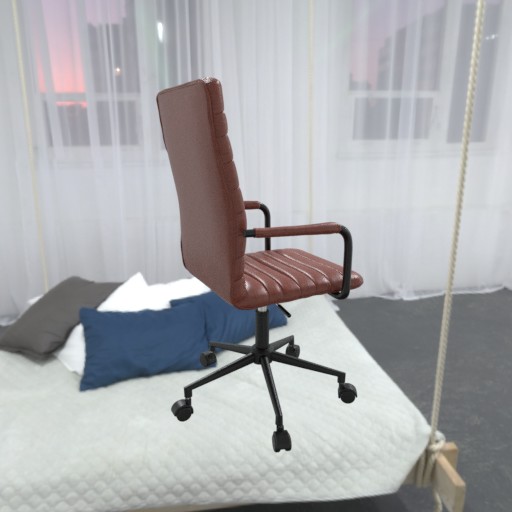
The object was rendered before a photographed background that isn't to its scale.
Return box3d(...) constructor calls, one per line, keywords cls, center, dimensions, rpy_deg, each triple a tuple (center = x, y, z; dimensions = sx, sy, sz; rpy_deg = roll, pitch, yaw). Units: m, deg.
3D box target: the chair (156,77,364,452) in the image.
box3d(cls="chair", center=(0.000, 0.000, 1.372), dimensions=(0.580, 0.979, 0.608), rpy_deg=(-8, 17, -26))
